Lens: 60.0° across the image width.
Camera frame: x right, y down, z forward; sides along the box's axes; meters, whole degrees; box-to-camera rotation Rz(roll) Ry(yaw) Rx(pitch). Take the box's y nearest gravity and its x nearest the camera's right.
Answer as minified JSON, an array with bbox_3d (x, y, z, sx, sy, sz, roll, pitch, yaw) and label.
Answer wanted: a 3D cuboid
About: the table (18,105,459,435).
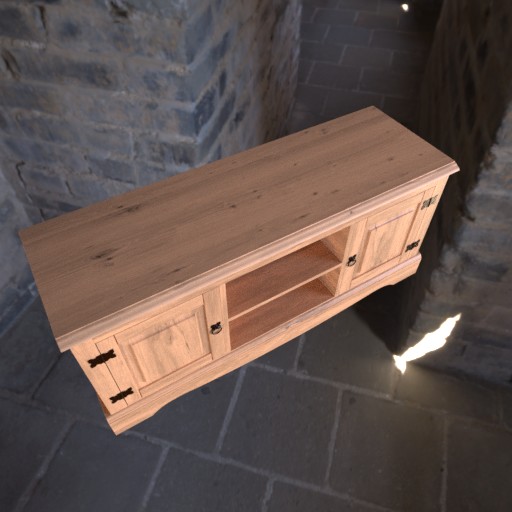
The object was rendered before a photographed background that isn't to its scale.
[{"bbox_3d":[0.000,0.000,1.432,1.200,0.510,0.400,-24,53,-20],"label":"table"}]
